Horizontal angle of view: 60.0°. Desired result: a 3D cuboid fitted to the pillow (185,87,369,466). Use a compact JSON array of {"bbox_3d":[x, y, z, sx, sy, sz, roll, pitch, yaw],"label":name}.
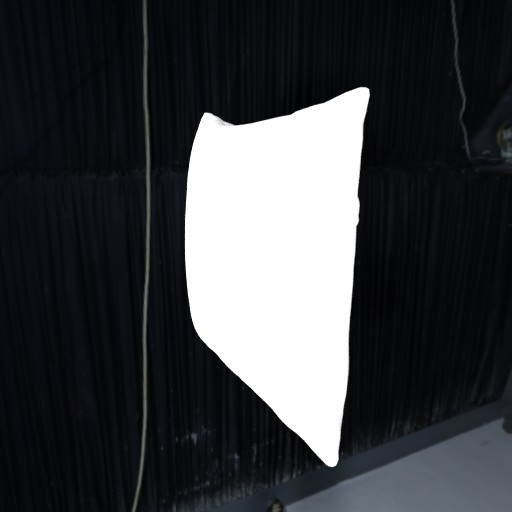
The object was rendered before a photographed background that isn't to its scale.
[{"bbox_3d":[0.000,0.000,0.668,0.173,0.436,0.433,-7,16,-27],"label":"pillow"}]
